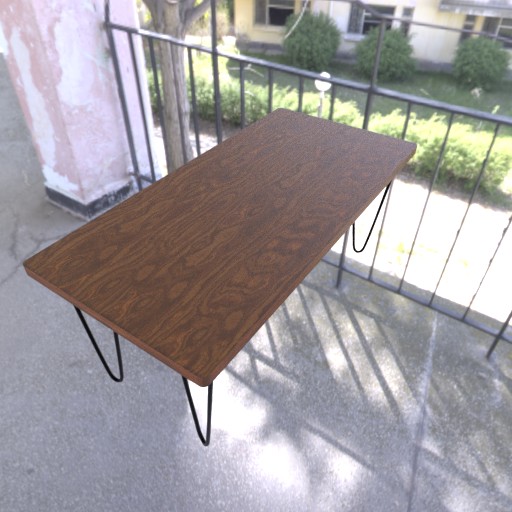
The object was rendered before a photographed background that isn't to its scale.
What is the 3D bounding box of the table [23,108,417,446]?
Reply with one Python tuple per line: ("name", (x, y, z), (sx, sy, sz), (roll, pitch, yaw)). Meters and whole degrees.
("table", (0.000, 0.000, 2.250), (0.883, 0.753, 1.791), (24, 46, 26))
